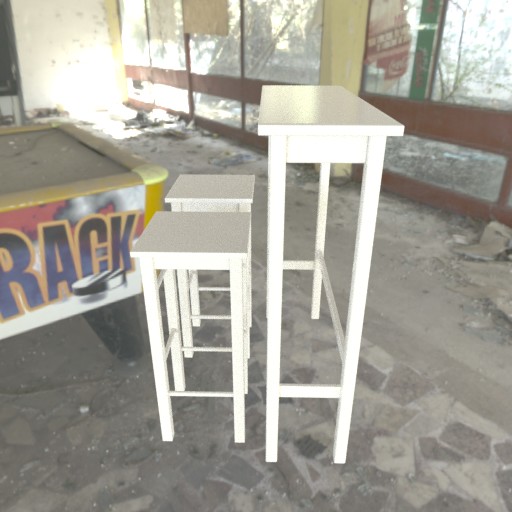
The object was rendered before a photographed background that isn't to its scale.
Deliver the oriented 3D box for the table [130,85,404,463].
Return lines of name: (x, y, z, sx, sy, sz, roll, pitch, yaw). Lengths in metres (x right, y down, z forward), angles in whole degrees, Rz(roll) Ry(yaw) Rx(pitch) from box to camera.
table: (0.000, 0.000, 1.586, 0.650, 1.065, 0.915, 1, 26, 1)
